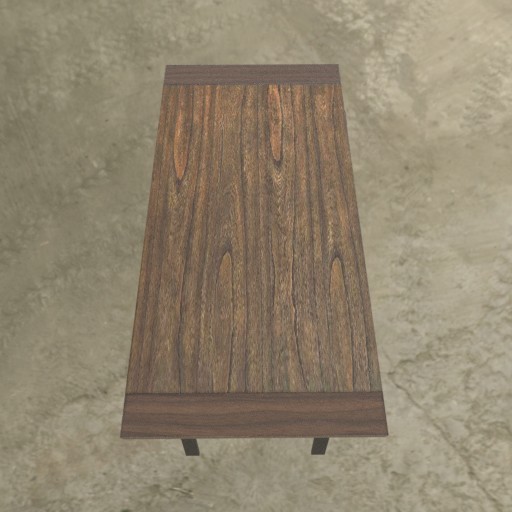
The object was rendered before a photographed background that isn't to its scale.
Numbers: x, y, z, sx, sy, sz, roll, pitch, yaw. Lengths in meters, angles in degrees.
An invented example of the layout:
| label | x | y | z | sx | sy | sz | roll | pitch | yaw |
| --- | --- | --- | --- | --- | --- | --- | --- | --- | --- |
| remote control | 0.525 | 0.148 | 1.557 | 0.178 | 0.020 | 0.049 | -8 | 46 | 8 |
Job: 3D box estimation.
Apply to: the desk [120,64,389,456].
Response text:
| label | x | y | z | sx | sy | sz | roll | pitch | yaw |
| --- | --- | --- | --- | --- | --- | --- | --- | --- | --- |
| desk | 0.000 | 0.000 | 1.926 | 0.784 | 0.725 | 1.543 | 0 | 63 | 0 |
